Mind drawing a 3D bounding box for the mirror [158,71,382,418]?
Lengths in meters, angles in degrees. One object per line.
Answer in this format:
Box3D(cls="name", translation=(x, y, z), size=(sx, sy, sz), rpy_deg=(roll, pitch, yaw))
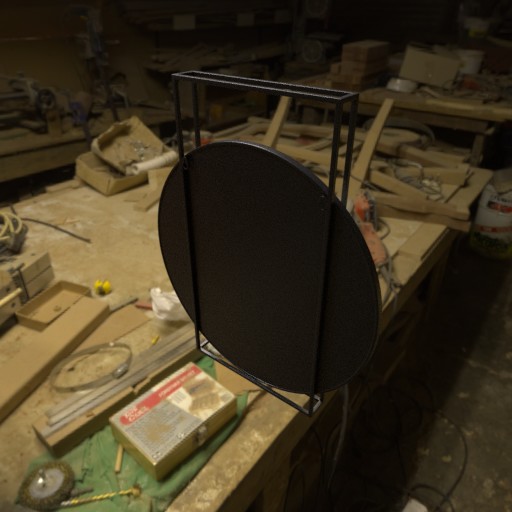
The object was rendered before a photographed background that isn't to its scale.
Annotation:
Box3D(cls="mirror", translation=(0.000, 0.000, 0.817), size=(0.508, 0.603, 0.051), rpy_deg=(22, 37, 32))
